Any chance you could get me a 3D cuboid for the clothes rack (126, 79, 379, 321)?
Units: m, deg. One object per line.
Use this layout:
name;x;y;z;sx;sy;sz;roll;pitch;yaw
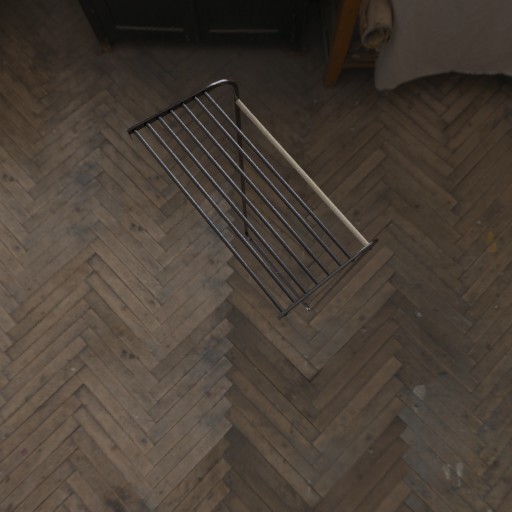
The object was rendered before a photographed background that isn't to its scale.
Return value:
clothes rack;0.000;0.000;1.835;0.349;1.574;0.609;-38;79;-9
